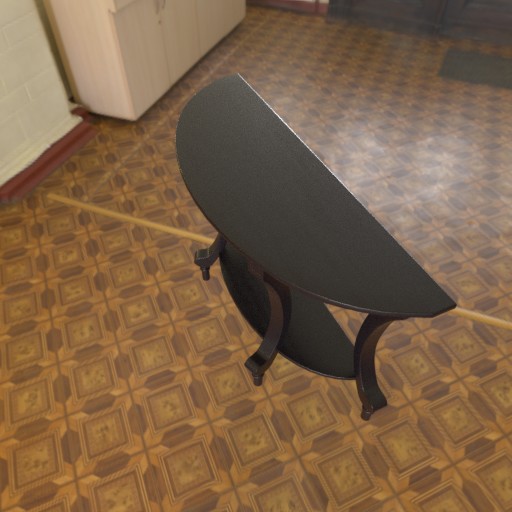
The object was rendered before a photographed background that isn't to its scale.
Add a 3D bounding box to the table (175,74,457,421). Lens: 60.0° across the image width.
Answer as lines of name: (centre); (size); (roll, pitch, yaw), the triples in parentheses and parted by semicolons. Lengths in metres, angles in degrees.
table: (0.000, 0.000, 1.509); (0.394, 0.692, 1.198); (-18, 50, -16)
